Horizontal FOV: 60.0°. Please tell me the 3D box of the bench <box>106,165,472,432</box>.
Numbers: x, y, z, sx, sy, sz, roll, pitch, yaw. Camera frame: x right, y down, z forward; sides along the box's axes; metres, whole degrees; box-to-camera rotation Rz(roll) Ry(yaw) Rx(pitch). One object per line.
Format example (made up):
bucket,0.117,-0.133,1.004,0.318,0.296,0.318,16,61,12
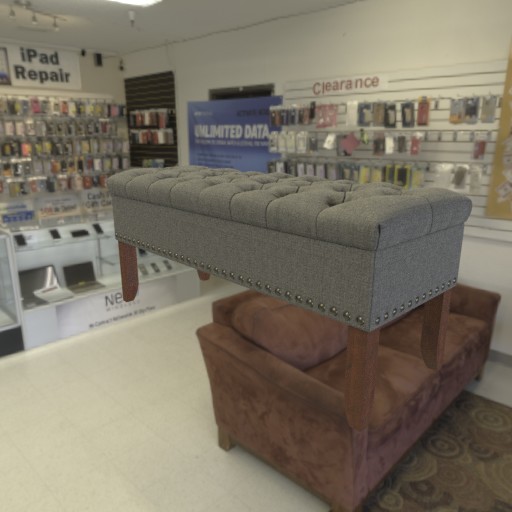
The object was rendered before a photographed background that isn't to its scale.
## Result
bench,0.000,0.000,1.320,0.417,0.470,1.052,-14,21,-41
